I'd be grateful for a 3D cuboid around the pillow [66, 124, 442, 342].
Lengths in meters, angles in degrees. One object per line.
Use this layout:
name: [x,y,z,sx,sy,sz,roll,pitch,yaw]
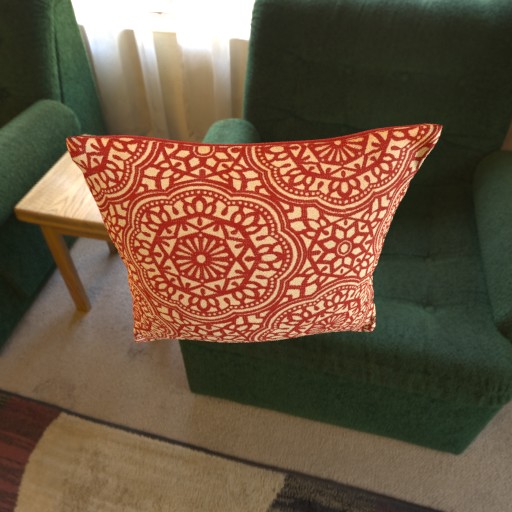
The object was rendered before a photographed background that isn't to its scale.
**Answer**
pillow: [0.000,0.000,0.661,0.438,0.419,0.162,-3,46,-2]
